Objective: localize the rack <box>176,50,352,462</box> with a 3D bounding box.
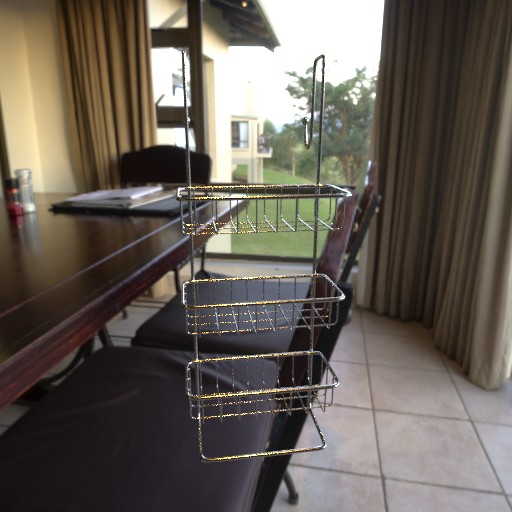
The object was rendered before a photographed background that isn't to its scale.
[{"bbox_3d":[0.000,0.000,0.674,0.228,0.574,0.202,-2,16,-8],"label":"rack"}]
